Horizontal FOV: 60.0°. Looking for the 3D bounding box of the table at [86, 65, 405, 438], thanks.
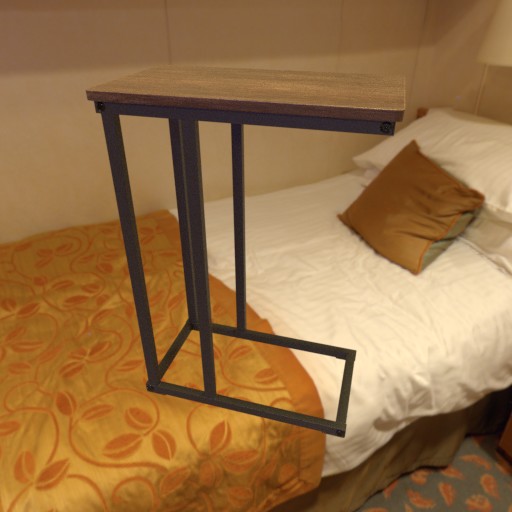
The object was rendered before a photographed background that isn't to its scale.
[{"bbox_3d":[0.000,0.000,0.860,0.450,0.637,0.254,9,32,14],"label":"table"}]
